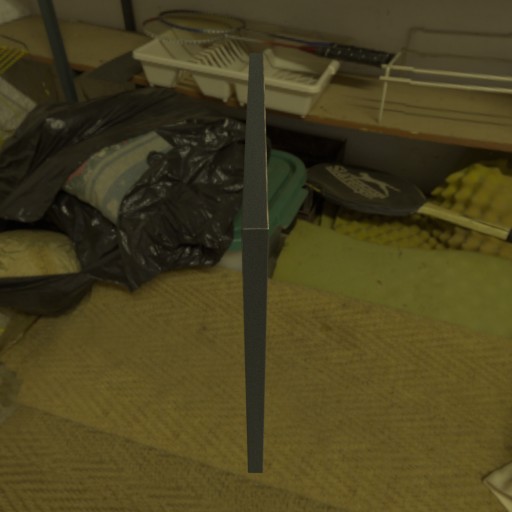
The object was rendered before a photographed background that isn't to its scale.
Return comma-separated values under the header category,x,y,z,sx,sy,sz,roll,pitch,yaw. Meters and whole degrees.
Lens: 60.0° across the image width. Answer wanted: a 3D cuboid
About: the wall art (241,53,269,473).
category,x,y,z,sx,sy,sz,roll,pitch,yaw
wall art,0.000,0.000,0.452,0.015,0.303,0.304,0,41,0
